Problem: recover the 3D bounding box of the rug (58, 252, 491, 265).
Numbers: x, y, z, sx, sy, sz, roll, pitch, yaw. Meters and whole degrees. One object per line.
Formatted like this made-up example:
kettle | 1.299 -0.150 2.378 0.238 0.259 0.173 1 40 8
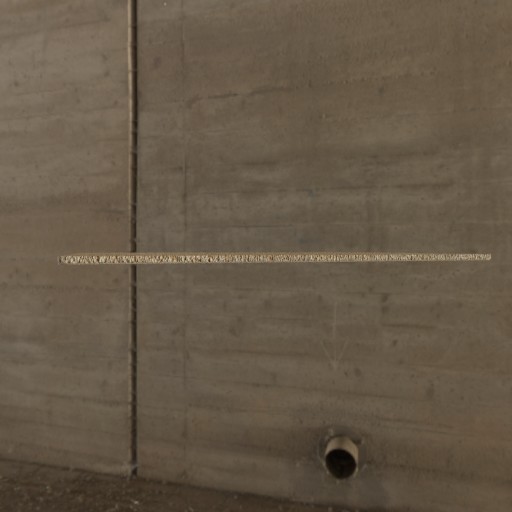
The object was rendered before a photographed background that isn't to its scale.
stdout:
rug | 0.000 0.000 2.084 1.600 0.025 1.199 0 1 -19
